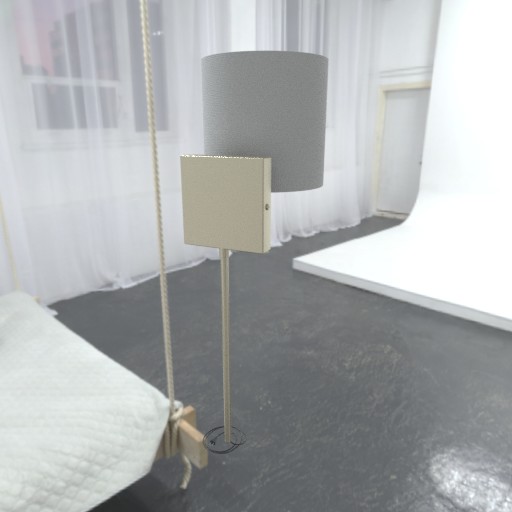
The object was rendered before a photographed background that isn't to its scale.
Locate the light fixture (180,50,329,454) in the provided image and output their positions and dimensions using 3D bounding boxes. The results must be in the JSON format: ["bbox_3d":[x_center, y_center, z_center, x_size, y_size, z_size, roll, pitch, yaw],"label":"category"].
[{"bbox_3d":[0.000,0.000,0.716,0.188,0.589,0.248,8,18,24],"label":"light fixture"}]
